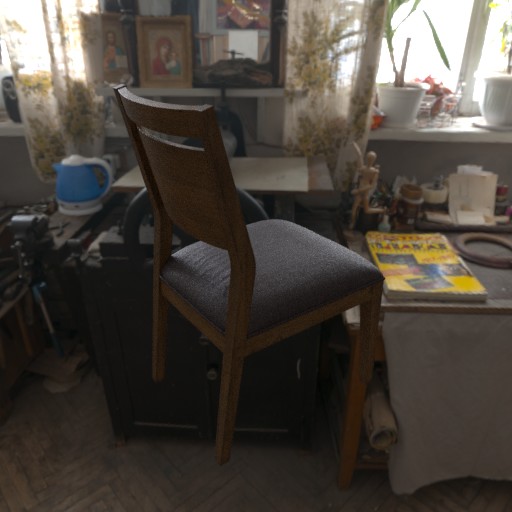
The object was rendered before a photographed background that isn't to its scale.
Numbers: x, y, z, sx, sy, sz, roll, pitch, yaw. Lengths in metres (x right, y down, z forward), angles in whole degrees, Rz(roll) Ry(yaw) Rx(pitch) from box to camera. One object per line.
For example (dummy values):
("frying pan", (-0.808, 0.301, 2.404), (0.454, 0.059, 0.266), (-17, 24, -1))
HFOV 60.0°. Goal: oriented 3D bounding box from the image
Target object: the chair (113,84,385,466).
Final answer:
("chair", (0.000, 0.000, 1.294), (0.610, 0.939, 0.501), (-19, 33, -32))
